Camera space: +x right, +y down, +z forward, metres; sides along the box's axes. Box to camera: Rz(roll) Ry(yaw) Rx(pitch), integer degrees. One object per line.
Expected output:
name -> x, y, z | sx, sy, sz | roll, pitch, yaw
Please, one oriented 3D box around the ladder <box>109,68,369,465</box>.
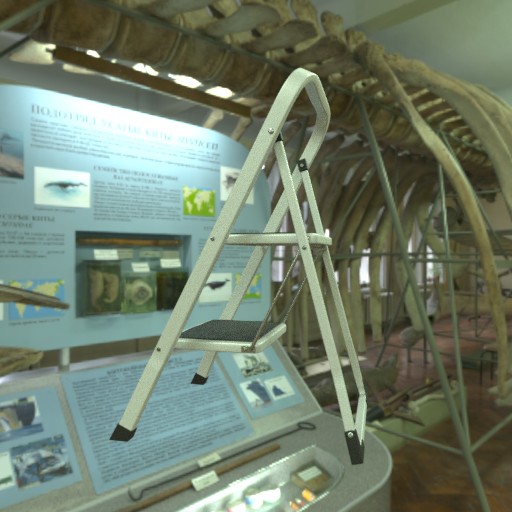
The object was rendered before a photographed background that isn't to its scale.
ladder -> 0.000, 0.000, 1.121 | 0.544, 0.810, 0.460 | 0, 0, 16
